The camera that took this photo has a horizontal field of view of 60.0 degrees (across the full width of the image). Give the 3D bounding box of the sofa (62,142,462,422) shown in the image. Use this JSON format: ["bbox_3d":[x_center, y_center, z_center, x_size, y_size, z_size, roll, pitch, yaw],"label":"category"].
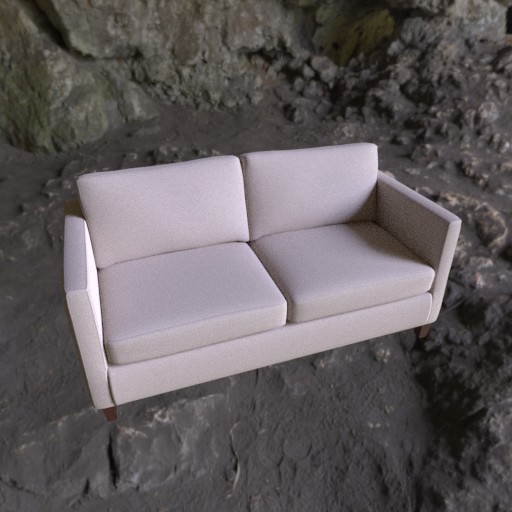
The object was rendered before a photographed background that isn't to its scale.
[{"bbox_3d":[0.000,0.000,2.210,1.722,0.888,0.873,-10,32,-17],"label":"sofa"}]
